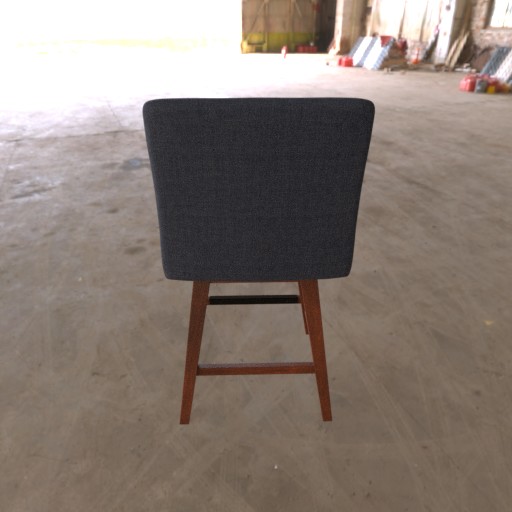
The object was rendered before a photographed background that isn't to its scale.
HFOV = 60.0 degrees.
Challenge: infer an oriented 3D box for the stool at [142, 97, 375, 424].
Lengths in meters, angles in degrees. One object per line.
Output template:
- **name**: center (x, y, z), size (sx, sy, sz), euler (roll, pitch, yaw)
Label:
- **stool**: center (0.000, 0.000, 1.207), size (0.467, 0.895, 0.524), euler (-1, 29, -1)
